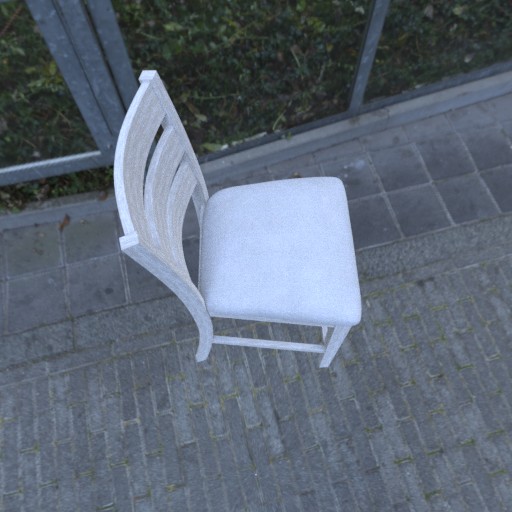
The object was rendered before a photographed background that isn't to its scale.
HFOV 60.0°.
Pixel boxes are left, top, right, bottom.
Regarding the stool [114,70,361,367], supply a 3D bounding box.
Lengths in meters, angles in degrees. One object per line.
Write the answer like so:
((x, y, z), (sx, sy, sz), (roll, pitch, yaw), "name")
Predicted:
((0.000, 0.000, 1.346), (0.569, 1.032, 0.484), (-1, 64, -1), "stool")
